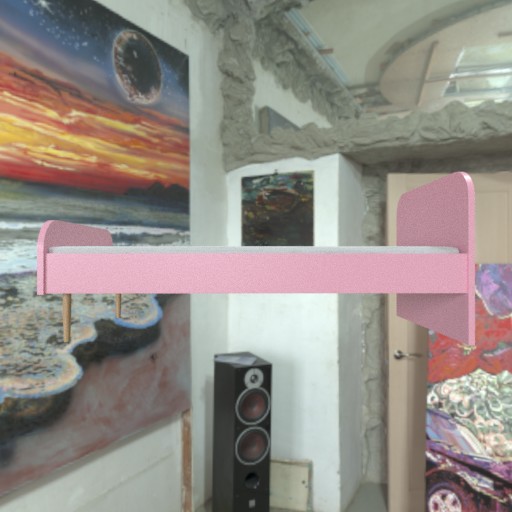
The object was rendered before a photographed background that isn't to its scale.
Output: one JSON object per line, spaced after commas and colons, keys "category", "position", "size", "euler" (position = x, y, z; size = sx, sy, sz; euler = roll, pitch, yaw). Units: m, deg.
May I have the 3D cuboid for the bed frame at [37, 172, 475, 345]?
{"category": "bed frame", "position": [0.000, 0.000, 2.485], "size": [1.963, 0.805, 0.998], "euler": [0, 0, -1]}
